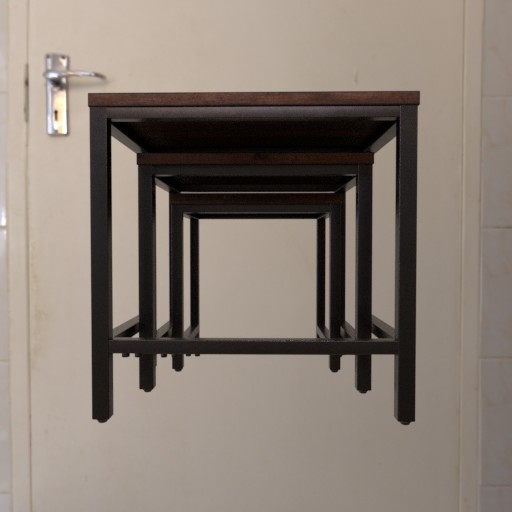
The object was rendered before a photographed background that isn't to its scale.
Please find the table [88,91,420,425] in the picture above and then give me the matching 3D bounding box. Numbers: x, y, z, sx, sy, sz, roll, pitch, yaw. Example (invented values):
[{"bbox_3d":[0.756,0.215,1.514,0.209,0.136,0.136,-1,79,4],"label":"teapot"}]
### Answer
[{"bbox_3d":[0.000,0.000,1.146,0.608,0.616,0.660,0,1,1],"label":"table"}]
